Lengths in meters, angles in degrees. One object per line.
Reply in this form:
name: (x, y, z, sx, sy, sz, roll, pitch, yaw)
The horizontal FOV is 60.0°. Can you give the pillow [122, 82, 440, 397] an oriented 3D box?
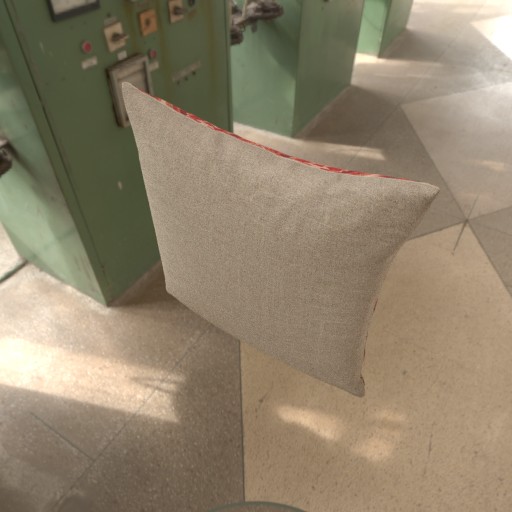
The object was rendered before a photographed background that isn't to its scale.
pillow: (0.000, 0.000, 0.794, 0.513, 0.511, 0.158, 25, 50, 23)
